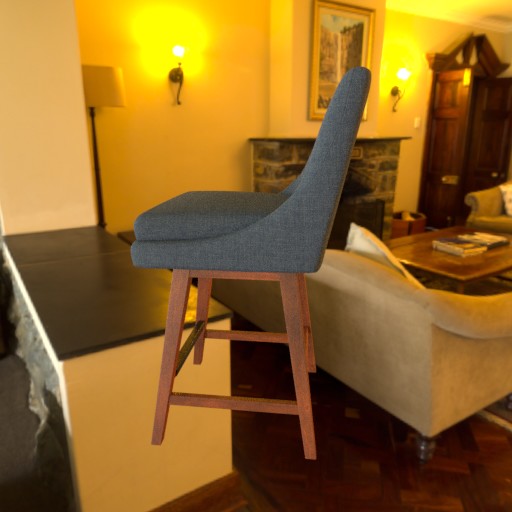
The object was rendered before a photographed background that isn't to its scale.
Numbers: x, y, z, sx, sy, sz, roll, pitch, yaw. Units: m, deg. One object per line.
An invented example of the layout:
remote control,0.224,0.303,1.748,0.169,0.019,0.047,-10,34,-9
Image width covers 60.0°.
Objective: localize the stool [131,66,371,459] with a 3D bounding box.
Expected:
stool,0.000,0.000,1.193,0.524,0.895,0.467,2,16,7
